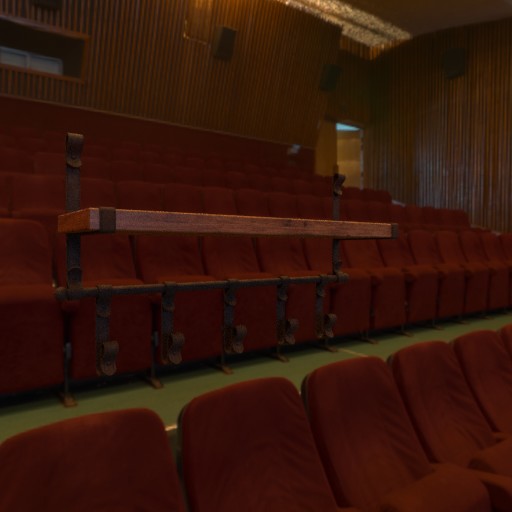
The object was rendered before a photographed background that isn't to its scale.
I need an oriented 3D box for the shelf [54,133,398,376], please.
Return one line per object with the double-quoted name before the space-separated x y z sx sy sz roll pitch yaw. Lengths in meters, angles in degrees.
"shelf" 0.000 0.000 0.699 0.567 0.330 0.146 -1 1 -37
